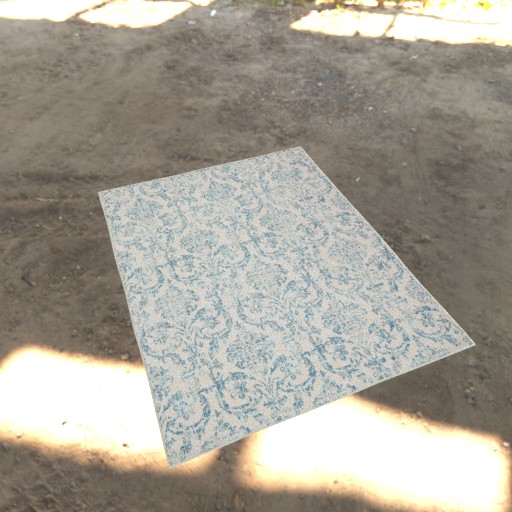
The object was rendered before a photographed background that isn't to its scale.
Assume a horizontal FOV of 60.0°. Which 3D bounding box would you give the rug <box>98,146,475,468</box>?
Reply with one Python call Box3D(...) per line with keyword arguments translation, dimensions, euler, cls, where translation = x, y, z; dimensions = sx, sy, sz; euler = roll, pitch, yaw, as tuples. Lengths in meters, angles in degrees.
Box3D(translation=(0.000, 0.000, 3.992), dimensions=(2.363, 0.012, 2.980), euler=(-16, 48, -15), cls="rug")
